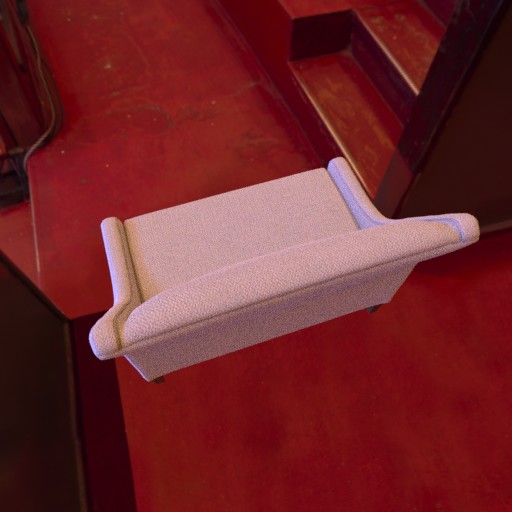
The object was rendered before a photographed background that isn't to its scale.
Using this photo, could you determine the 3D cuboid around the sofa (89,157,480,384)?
[{"bbox_3d":[0.000,0.000,1.907,1.242,1.022,0.870,-16,60,-10],"label":"sofa"}]
